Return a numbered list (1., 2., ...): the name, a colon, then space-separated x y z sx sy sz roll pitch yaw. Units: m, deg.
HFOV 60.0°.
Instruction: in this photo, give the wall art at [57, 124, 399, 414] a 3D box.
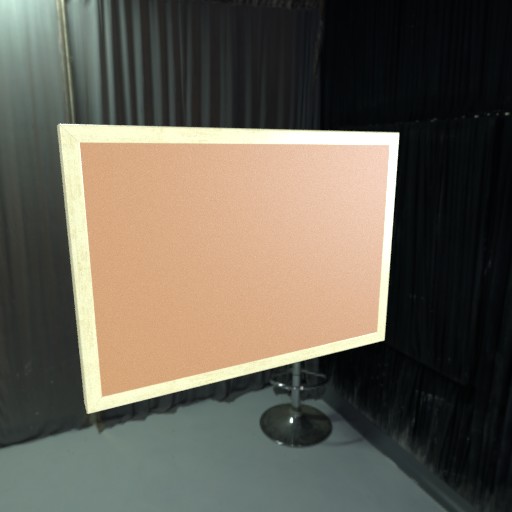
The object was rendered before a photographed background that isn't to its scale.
1. wall art: 0.000 0.000 0.693 0.533 0.381 0.032 -7 15 -26
